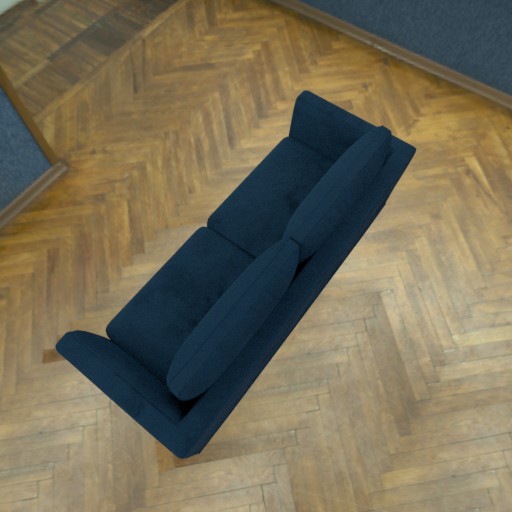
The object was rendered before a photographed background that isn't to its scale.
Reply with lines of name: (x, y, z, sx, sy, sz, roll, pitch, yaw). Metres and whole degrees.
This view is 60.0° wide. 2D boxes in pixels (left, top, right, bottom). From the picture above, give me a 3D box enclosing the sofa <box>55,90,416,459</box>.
sofa: (0.000, 0.000, 2.679, 0.853, 0.998, 2.212, 34, 68, 16)
